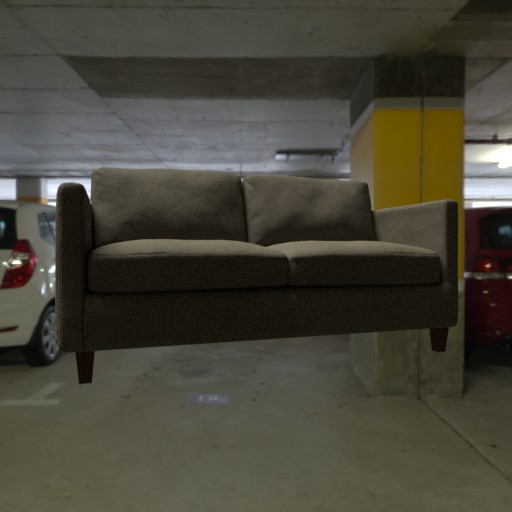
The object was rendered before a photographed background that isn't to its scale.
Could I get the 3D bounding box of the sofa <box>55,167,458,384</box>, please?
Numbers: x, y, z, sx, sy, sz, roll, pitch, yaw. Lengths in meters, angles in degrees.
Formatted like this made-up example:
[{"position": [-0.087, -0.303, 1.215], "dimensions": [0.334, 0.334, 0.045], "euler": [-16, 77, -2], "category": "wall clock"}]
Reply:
[{"position": [0.000, 0.000, 2.358], "dimensions": [1.884, 0.963, 0.950], "euler": [0, 1, -19], "category": "sofa"}]
